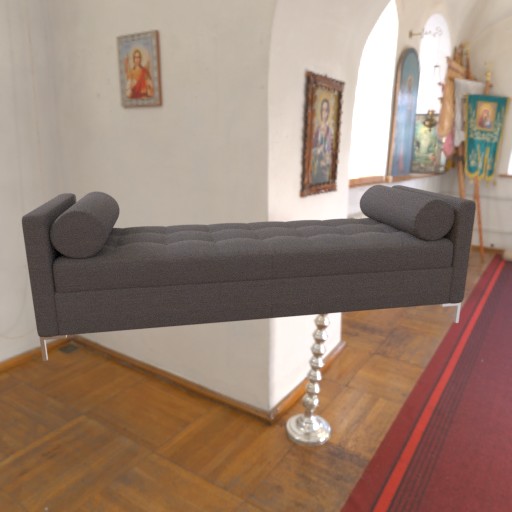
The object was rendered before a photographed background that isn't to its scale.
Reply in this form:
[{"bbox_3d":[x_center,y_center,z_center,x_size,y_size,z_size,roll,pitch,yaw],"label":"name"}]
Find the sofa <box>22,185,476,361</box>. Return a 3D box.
[{"bbox_3d":[0.000,0.000,2.284,1.981,0.635,0.686,-3,16,-11],"label":"sofa"}]
